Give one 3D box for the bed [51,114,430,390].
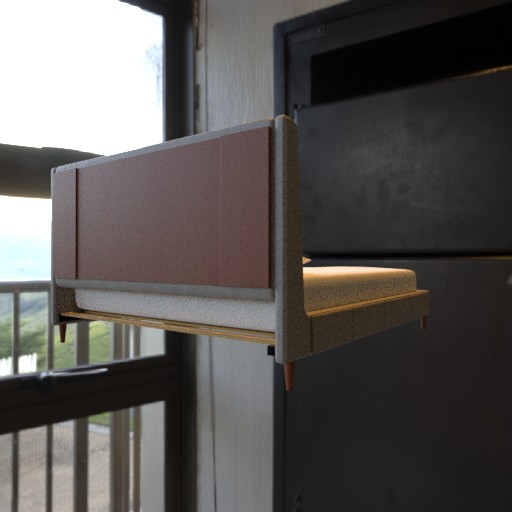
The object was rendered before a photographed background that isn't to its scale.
[{"bbox_3d":[0.000,0.000,3.558,2.062,1.289,2.342,0,0,37],"label":"bed"}]
